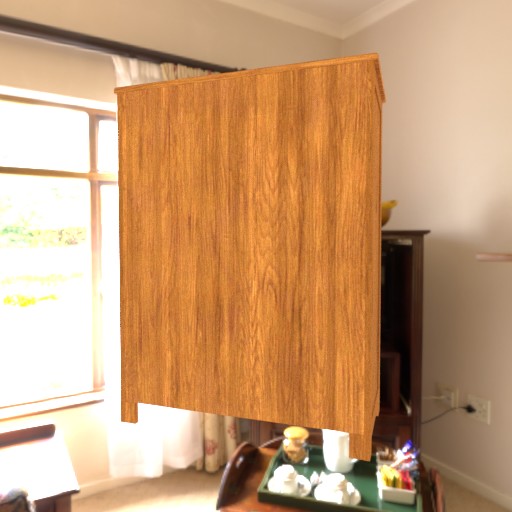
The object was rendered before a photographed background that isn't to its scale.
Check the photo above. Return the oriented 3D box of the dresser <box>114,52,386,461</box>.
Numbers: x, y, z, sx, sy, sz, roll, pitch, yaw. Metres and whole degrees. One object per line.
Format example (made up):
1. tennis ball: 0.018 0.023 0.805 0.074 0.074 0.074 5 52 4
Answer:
1. dresser: 0.000 0.000 1.983 1.081 1.431 0.558 1 2 19
